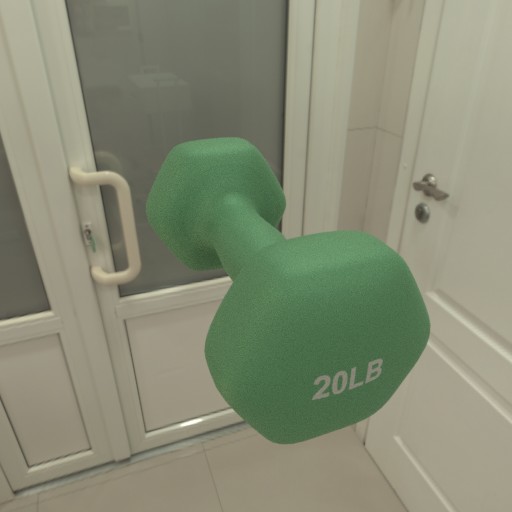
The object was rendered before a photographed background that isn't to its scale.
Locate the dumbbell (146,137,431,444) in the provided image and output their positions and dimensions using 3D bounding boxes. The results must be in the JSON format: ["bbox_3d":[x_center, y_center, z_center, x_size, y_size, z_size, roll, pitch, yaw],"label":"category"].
[{"bbox_3d":[0.000,0.000,0.325,0.129,0.117,0.260,-10,32,-18],"label":"dumbbell"}]
